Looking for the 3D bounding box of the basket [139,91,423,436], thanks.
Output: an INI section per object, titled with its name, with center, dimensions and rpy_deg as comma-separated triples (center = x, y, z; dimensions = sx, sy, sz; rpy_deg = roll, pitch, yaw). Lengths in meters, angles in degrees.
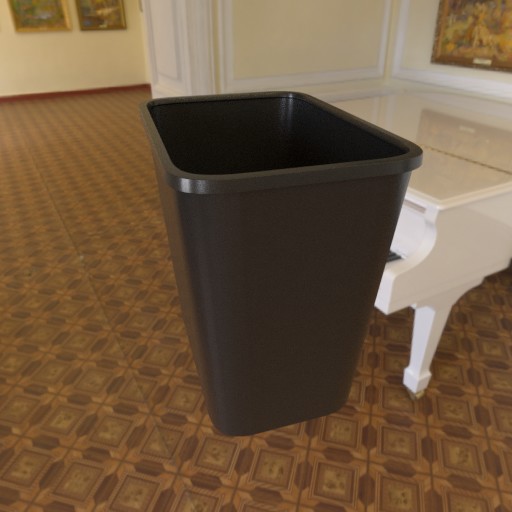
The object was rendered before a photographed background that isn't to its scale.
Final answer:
[basket]
center = 0.000, 0.000, 0.513
dimensions = 0.211, 0.307, 0.300
rpy_deg = -9, 31, -15
